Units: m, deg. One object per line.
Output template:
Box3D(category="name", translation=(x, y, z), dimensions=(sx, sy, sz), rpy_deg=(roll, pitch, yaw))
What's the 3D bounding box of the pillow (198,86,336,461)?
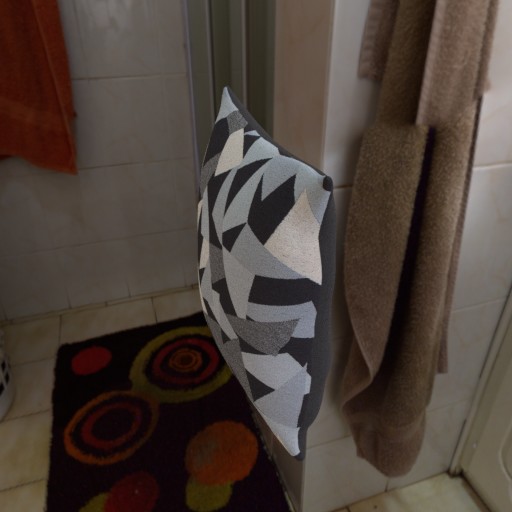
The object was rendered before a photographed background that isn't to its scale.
Box3D(category="pillow", translation=(0.000, 0.000, 0.793), dimensions=(0.208, 0.496, 0.503), rpy_deg=(-9, 32, -14))
